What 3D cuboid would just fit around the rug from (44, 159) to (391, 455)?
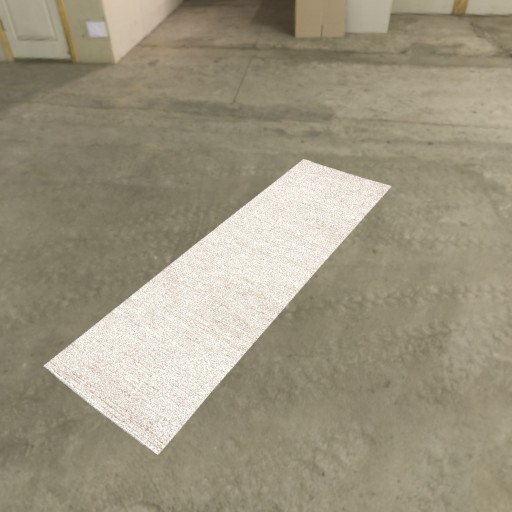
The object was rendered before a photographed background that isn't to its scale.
[{"bbox_3d":[0.000,0.000,2.569,0.712,0.013,2.346,25,47,26],"label":"rug"}]
